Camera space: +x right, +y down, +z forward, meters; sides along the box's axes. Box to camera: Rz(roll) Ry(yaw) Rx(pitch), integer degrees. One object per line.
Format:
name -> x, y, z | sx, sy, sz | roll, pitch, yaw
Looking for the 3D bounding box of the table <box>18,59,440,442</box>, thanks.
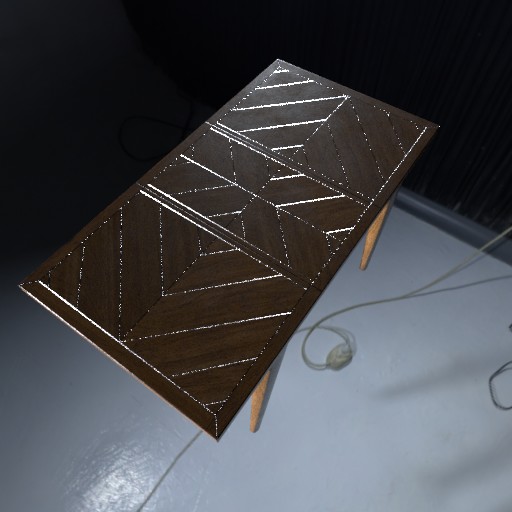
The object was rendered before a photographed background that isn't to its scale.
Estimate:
table -> 0.000, 0.000, 1.838 | 0.757, 0.760, 1.400 | 31, 62, 18
